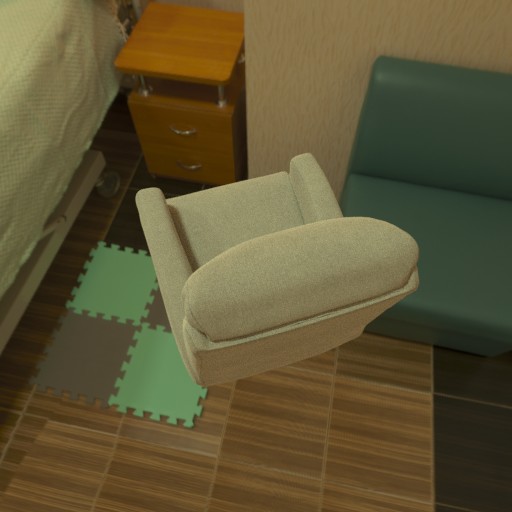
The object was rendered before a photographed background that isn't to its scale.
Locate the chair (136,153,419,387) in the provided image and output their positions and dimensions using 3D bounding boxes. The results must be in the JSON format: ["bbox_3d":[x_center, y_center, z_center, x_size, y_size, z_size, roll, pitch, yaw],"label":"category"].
[{"bbox_3d":[0.000,0.000,1.674,0.794,1.021,0.940,-15,59,-9],"label":"chair"}]
